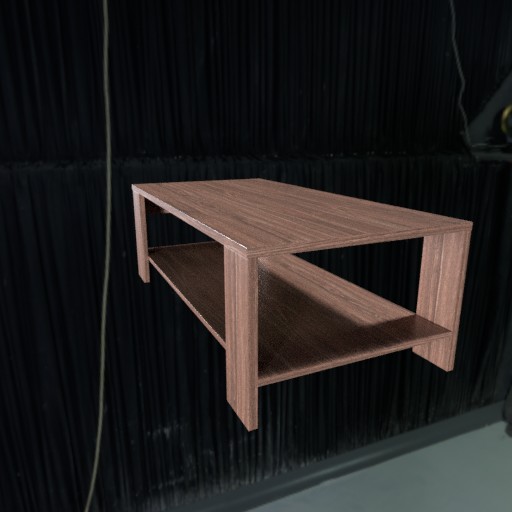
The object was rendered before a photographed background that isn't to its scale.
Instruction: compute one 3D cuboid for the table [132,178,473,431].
[{"bbox_3d":[0.000,0.000,1.530,0.600,0.400,1.200,-7,17,-24],"label":"table"}]
